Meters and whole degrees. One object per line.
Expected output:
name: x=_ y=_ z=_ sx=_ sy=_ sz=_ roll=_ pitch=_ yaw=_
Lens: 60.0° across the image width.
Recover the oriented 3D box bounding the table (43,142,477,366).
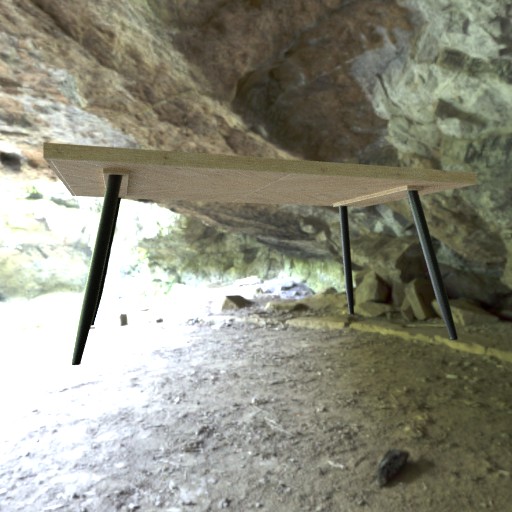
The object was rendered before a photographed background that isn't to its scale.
table: x=0.000 y=0.000 z=2.229 sx=1.803 sy=0.762 sz=0.991 roll=0 pitch=0 yaw=-17
